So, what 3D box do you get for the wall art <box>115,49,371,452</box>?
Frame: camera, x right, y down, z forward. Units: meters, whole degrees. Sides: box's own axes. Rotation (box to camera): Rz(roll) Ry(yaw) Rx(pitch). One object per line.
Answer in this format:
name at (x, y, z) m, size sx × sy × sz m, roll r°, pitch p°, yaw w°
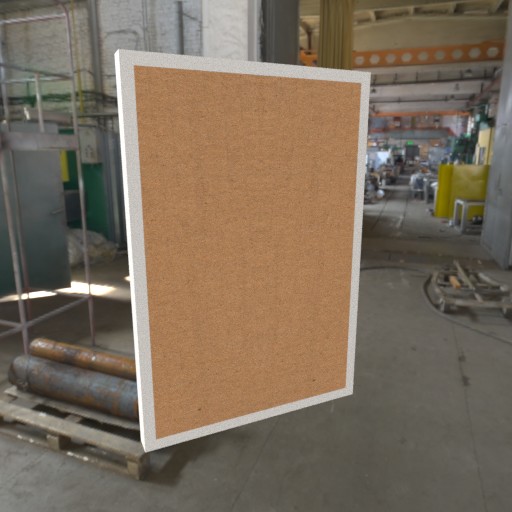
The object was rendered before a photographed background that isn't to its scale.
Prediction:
wall art at (0.000, 0.000, 0.531) m, size 0.293 × 0.428 × 0.025 m, roll -6°, pitch 15°, yaw -25°
